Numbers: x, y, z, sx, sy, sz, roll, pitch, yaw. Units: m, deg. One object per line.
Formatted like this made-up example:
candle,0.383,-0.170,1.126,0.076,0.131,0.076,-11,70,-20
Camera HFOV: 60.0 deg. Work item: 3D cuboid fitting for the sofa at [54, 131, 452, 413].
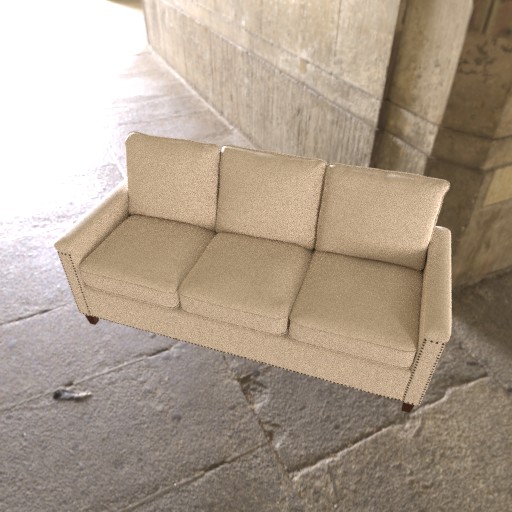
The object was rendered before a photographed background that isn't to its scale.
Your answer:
sofa,0.000,0.000,2.391,1.925,0.961,0.828,12,41,14
